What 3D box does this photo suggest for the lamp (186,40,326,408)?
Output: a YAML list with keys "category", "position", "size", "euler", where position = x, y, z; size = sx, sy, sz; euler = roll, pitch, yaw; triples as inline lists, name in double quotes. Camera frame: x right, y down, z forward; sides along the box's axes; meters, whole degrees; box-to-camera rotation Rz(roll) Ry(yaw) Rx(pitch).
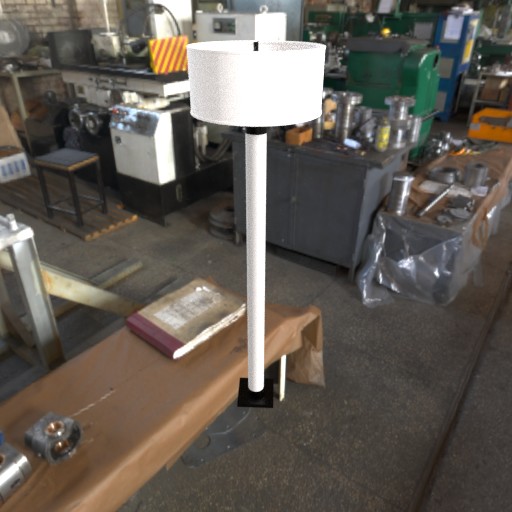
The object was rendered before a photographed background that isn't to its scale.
- category: "lamp"
  position: [0.000, 0.000, 1.693]
  size: [0.420, 1.475, 0.420]
  euler: [1, 29, 2]
